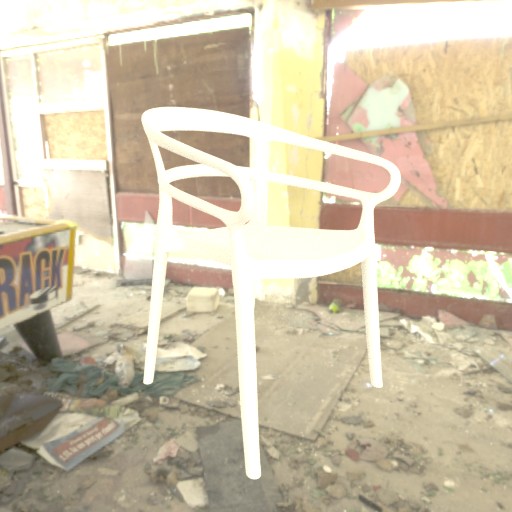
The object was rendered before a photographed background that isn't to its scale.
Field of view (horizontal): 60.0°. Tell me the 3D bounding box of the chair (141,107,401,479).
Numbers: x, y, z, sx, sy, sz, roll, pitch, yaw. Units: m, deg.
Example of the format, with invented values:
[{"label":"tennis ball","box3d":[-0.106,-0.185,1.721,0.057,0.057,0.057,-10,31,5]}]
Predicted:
[{"label":"chair","box3d":[0.000,0.000,1.148,0.527,0.761,0.559,13,19,43]}]
